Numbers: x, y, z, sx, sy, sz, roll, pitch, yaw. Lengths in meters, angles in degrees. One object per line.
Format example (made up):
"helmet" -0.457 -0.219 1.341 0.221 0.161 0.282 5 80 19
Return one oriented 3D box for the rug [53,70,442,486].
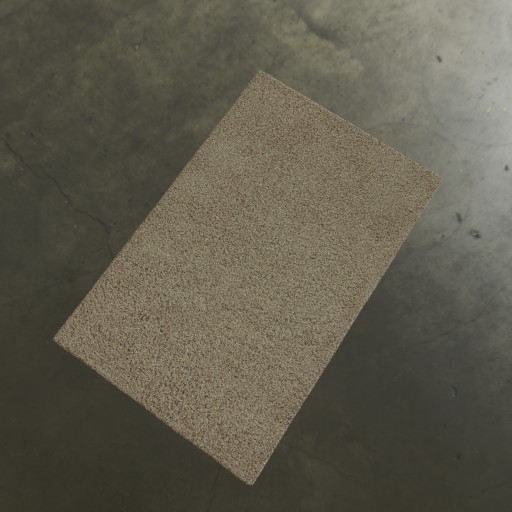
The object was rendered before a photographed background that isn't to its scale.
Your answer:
"rug" 0.000 0.000 3.418 1.778 0.030 2.743 33 79 7
